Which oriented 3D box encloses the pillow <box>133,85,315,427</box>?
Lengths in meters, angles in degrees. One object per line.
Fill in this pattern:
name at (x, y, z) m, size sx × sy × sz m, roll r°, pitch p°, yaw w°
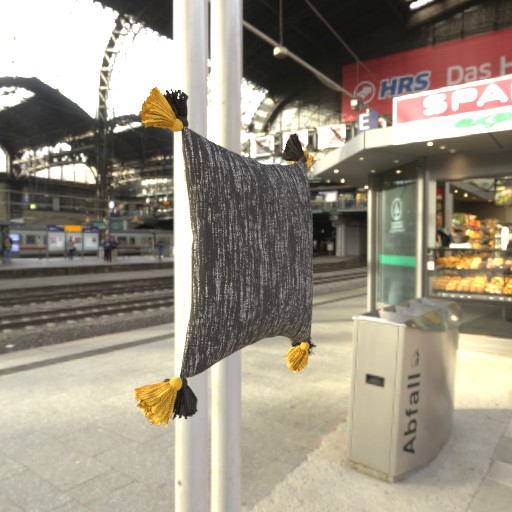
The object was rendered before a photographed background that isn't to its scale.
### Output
pillow at (0.000, 0.000, 1.017) m, size 0.139 × 0.659 × 0.654 m, roll 1°, pitch 2°, yaw 36°
